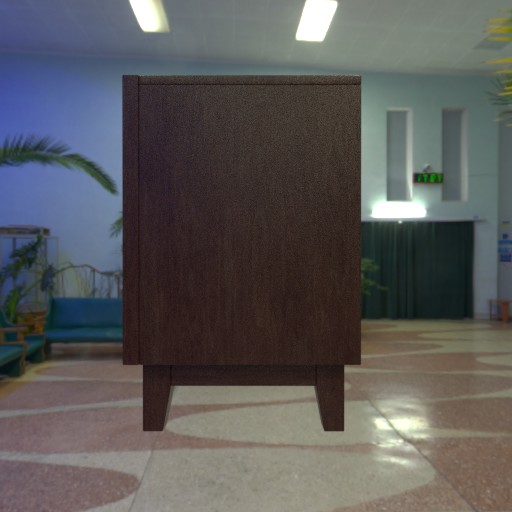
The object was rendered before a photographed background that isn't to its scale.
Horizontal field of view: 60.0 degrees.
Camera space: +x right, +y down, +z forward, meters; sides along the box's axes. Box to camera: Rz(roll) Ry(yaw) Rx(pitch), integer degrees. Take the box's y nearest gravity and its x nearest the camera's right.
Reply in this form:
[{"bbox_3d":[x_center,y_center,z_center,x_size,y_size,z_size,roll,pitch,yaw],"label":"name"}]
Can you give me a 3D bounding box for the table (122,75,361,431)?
[{"bbox_3d":[0.000,0.000,1.023,0.449,0.609,0.557,0,0,0],"label":"table"}]
